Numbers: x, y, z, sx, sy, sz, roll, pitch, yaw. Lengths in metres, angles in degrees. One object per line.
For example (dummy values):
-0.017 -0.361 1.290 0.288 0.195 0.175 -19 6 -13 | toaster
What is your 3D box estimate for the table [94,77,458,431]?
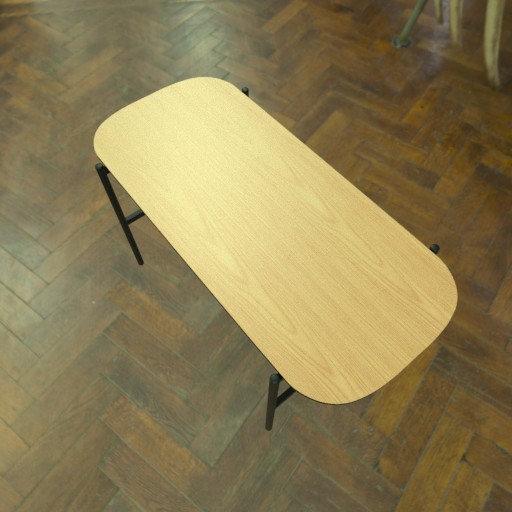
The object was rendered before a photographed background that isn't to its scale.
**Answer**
0.000 0.000 1.033 0.400 0.400 0.800 -34 65 -19 | table
